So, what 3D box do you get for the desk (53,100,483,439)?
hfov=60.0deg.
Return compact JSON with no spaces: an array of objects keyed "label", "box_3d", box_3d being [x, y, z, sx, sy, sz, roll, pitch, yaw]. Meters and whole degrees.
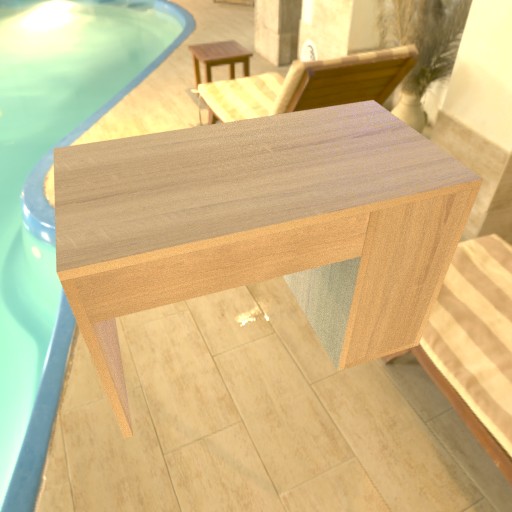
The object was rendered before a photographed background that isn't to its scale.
[{"label":"desk","box_3d":[0.000,0.000,1.519,1.100,0.731,0.600,-13,43,-15]}]
